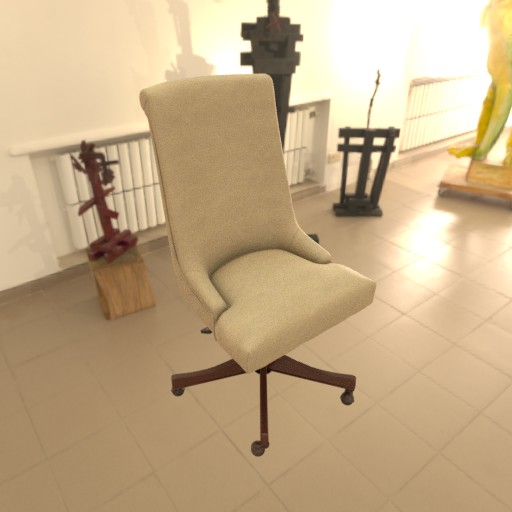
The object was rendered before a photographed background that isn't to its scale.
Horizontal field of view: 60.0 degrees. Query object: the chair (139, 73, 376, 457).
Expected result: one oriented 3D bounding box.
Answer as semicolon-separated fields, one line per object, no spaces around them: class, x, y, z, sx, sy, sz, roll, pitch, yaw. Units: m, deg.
chair;0.000;0.000;1.435;0.645;1.010;0.696;-22;37;-32
